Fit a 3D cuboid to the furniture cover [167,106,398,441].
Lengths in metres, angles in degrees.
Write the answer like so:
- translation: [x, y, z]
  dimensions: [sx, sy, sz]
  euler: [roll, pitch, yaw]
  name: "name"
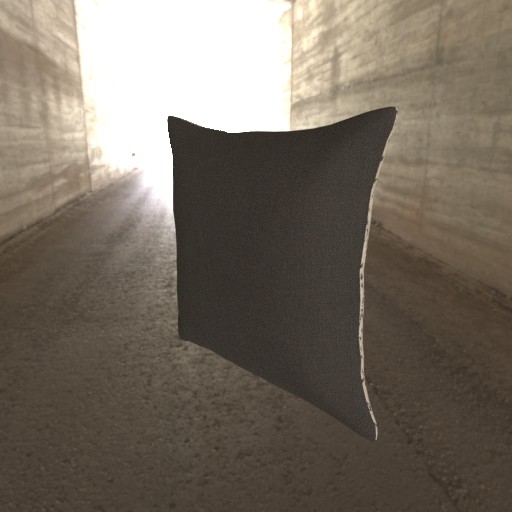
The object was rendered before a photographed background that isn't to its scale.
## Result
- translation: [0.000, 0.000, 0.795]
  dimensions: [0.180, 0.498, 0.525]
  euler: [-14, 20, -42]
  name: "furniture cover"
